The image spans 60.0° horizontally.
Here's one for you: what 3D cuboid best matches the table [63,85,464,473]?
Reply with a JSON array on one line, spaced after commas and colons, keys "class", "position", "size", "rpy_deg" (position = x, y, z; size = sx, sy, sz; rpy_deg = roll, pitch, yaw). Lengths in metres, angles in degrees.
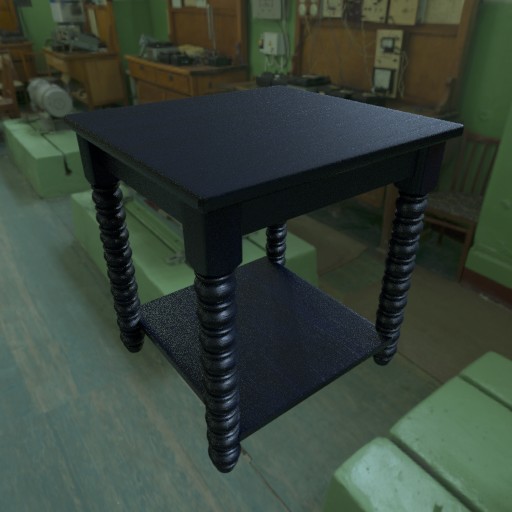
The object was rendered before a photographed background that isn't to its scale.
[{"class": "table", "position": [0.000, 0.000, 0.939], "size": [0.533, 0.567, 0.500], "rpy_deg": [-21, 37, -32]}]
